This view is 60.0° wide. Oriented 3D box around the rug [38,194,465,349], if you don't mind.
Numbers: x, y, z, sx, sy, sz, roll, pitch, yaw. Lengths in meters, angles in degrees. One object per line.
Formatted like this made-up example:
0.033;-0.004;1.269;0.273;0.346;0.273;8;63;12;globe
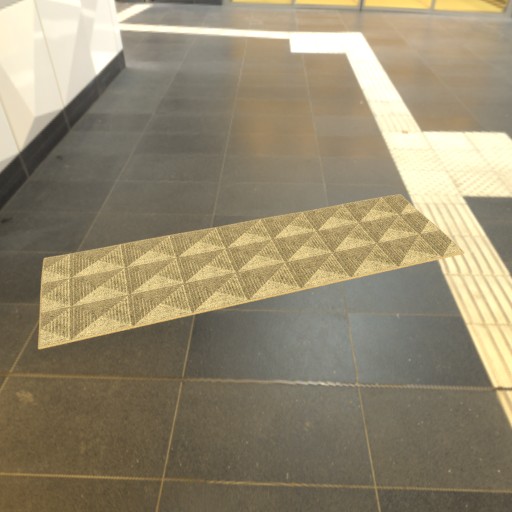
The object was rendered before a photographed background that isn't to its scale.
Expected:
0.000;0.000;2.387;2.182;0.015;0.645;-11;41;-14;rug
